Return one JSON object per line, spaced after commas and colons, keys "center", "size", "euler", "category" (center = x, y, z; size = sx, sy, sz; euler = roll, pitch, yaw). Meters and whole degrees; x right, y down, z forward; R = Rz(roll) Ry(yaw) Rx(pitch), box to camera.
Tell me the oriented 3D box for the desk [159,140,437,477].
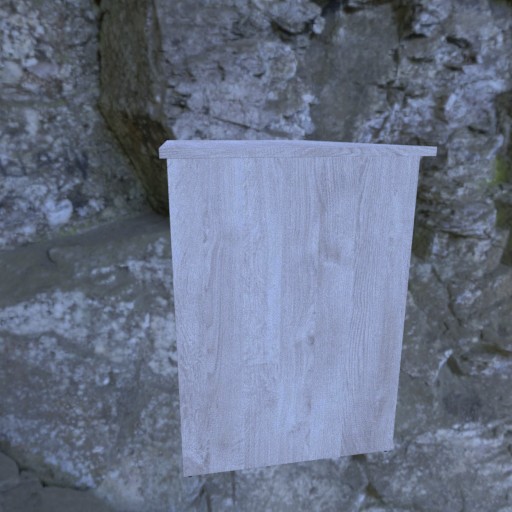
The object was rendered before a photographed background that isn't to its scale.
{"center": [0.000, 0.000, 1.481], "size": [0.560, 0.735, 1.097], "euler": [-3, 16, -10], "category": "desk"}
